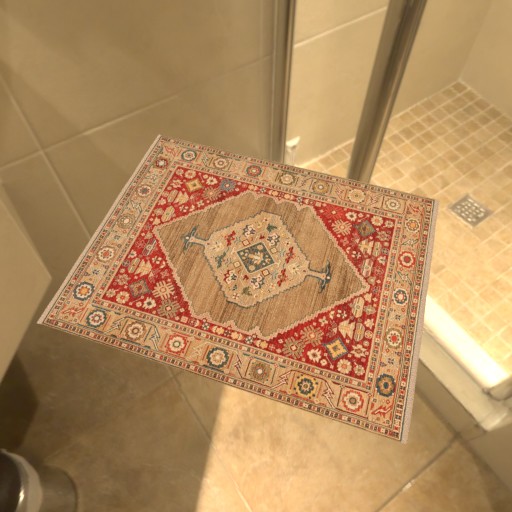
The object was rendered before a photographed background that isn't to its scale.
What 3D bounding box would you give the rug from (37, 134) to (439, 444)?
[{"bbox_3d":[0.000,0.000,4.144,3.143,0.008,2.451,15,58,10],"label":"rug"}]
